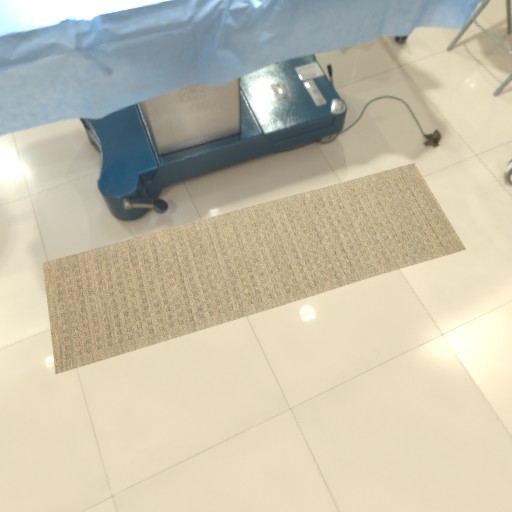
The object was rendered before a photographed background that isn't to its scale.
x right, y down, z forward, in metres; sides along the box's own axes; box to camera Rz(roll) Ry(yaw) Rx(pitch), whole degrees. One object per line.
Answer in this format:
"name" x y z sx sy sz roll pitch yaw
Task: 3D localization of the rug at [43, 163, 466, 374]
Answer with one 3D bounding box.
"rug" 0.000 0.000 2.647 2.437 0.005 0.688 -16 64 -8
